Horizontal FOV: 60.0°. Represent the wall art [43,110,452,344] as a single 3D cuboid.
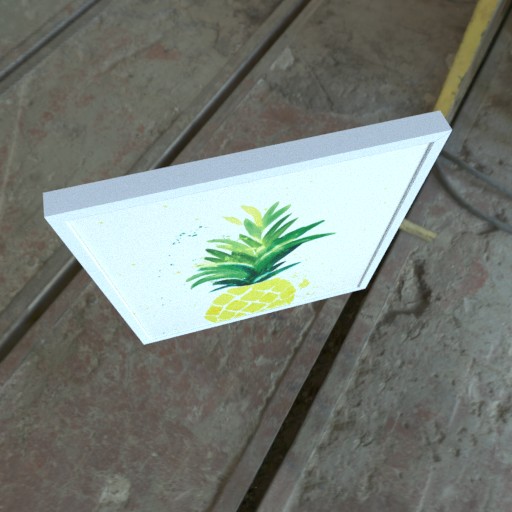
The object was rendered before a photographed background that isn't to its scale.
[{"bbox_3d":[0.000,0.000,0.767,0.508,0.507,0.035,-13,63,-7],"label":"wall art"}]
